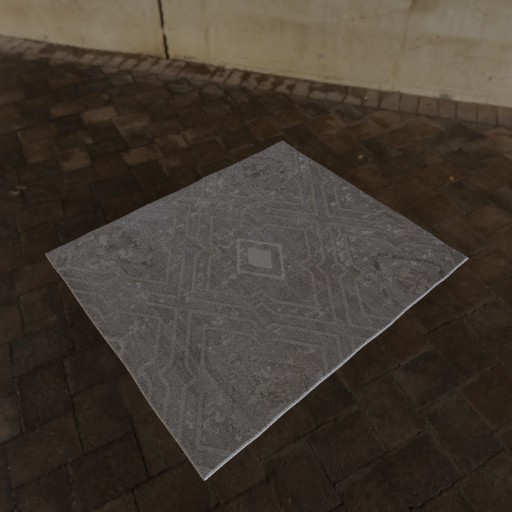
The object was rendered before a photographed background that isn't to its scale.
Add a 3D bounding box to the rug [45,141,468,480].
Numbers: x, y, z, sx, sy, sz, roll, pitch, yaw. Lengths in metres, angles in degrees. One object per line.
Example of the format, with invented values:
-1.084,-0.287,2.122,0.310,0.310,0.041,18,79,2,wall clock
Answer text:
0.000,0.000,0.878,0.639,0.006,0.548,-31,54,-26,rug
